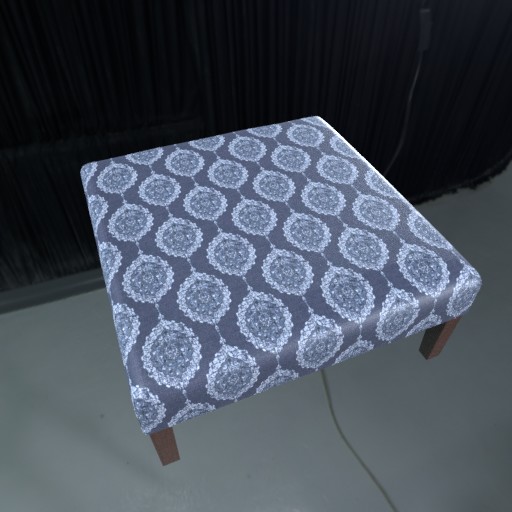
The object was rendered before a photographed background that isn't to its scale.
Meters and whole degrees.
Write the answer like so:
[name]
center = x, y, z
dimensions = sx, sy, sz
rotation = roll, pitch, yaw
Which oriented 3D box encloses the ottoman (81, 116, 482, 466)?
[ottoman]
center = 0.000, 0.000, 1.388
dimensions = 0.889, 0.409, 0.890
rotation = -16, 48, -15
